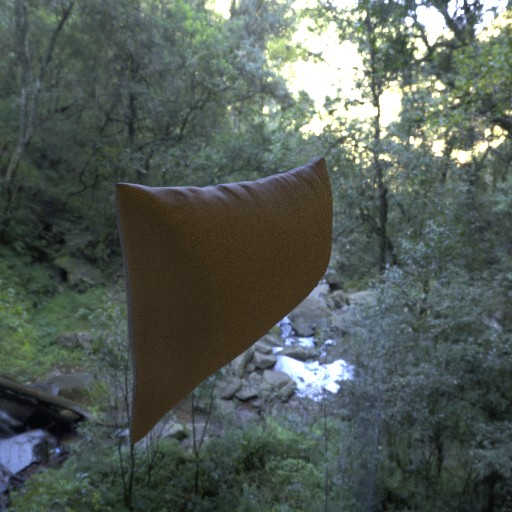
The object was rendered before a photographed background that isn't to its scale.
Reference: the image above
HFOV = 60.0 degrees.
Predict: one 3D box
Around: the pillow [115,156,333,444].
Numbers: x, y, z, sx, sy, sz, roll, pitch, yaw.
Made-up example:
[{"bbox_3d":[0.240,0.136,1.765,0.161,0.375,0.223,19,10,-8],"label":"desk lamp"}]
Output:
[{"bbox_3d":[0.000,0.000,0.720,0.151,0.291,0.608,8,17,26],"label":"pillow"}]
